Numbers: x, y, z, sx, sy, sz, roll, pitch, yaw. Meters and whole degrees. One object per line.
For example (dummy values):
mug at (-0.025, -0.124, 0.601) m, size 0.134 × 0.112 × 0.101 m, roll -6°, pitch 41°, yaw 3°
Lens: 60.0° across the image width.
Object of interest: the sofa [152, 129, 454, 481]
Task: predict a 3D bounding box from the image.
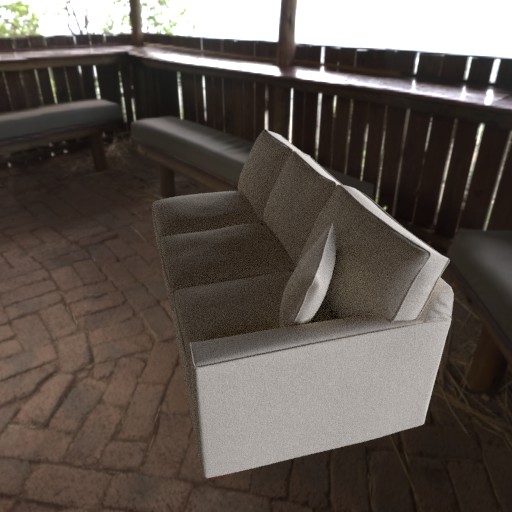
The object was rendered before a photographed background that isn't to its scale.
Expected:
sofa at (0.000, 0.000, 2.471) m, size 1.034 × 0.946 × 1.963 m, roll -8°, pitch 30°, yaw -14°
